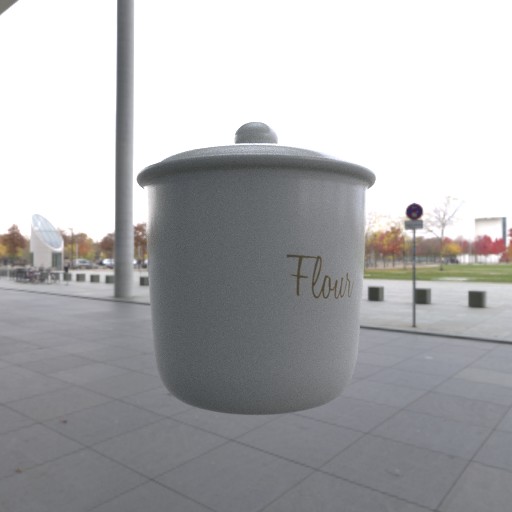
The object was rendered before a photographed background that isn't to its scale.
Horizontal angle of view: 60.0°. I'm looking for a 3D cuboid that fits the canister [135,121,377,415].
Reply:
[{"bbox_3d":[0.000,0.000,0.346,0.182,0.208,0.182,0,0,0],"label":"canister"}]
